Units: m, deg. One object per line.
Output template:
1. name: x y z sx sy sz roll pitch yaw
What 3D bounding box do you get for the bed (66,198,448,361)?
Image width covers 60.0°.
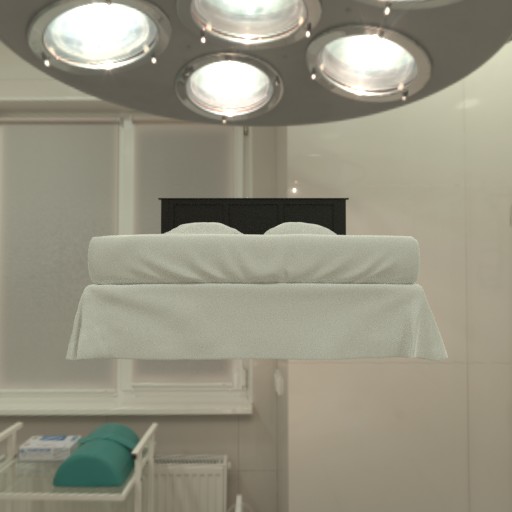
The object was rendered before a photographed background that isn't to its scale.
1. bed: 0.000 0.000 3.584 2.315 1.271 2.219 0 -1 0
